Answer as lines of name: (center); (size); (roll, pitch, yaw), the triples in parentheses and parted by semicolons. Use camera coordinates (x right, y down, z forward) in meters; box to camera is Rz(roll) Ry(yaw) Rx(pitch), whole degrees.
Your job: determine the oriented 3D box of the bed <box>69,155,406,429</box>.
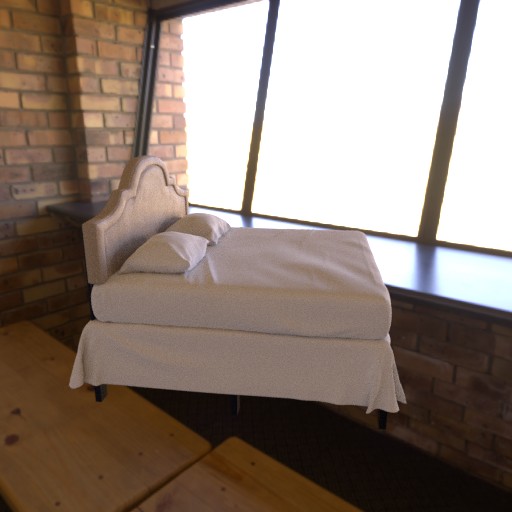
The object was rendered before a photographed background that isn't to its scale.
bed: (0.000, 0.000, 3.721); (2.222, 1.631, 2.303); (2, 16, 8)
